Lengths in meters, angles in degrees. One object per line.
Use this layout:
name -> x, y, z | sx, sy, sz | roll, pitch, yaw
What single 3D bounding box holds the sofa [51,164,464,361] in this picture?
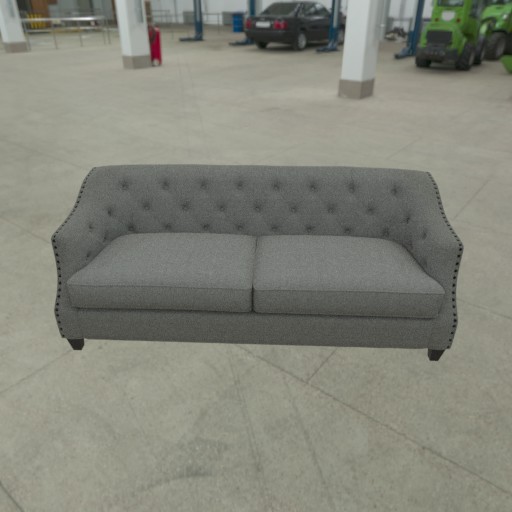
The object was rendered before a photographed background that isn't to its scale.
sofa -> 0.000, 0.000, 2.744 | 2.235, 0.901, 0.914 | 1, 30, 2
